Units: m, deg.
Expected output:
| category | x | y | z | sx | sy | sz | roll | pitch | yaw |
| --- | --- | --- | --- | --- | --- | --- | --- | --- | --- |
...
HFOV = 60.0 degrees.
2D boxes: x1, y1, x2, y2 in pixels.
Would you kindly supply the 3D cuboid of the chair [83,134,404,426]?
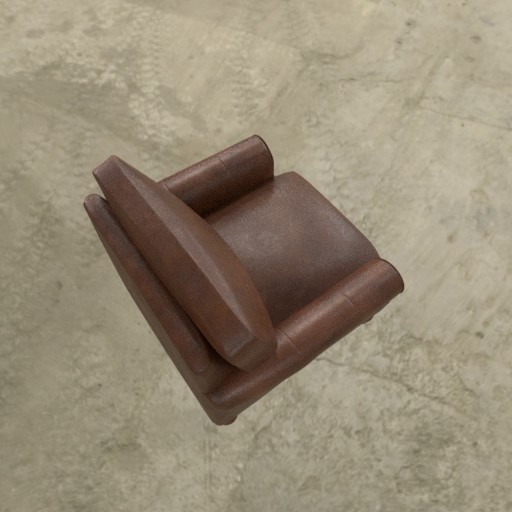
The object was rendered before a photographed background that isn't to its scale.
| category | x | y | z | sx | sy | sz | roll | pitch | yaw |
| --- | --- | --- | --- | --- | --- | --- | --- | --- | --- |
| chair | 0.000 | 0.000 | 1.830 | 0.992 | 0.972 | 0.989 | -32 | 63 | -18 |
